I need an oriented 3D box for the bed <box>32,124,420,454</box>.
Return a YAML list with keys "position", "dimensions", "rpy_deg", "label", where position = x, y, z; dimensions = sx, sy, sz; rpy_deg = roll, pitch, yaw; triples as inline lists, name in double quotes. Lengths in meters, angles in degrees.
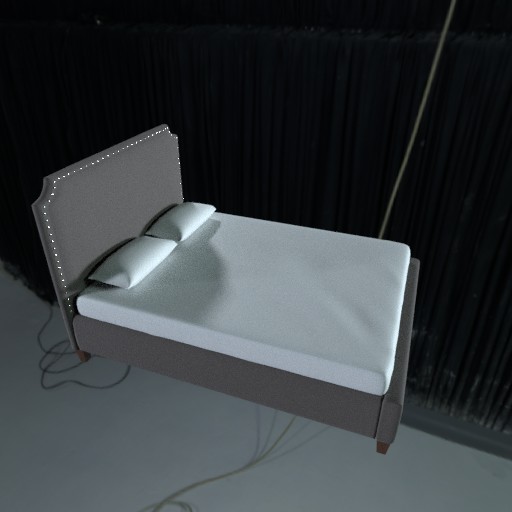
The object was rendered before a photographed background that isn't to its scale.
- position: [0.000, 0.000, 3.342]
  dimensions: [2.372, 1.443, 1.713]
  rpy_deg: [11, 32, 18]
  label: "bed"
